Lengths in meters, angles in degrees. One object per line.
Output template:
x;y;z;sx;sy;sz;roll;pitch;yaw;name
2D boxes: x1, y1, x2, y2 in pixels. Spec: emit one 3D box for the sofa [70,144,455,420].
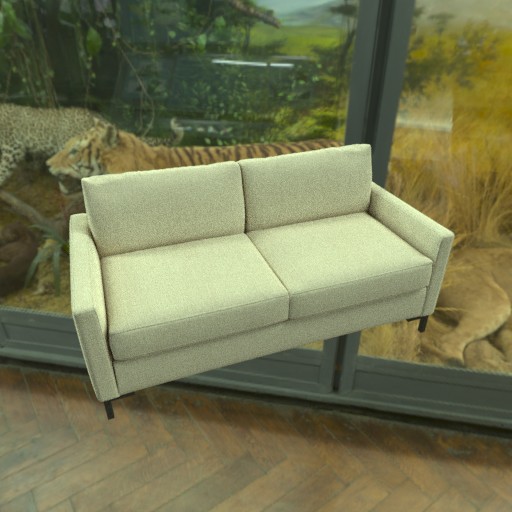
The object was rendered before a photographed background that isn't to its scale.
0.000;0.000;2.143;1.651;0.812;0.839;-11;33;-17;sofa
